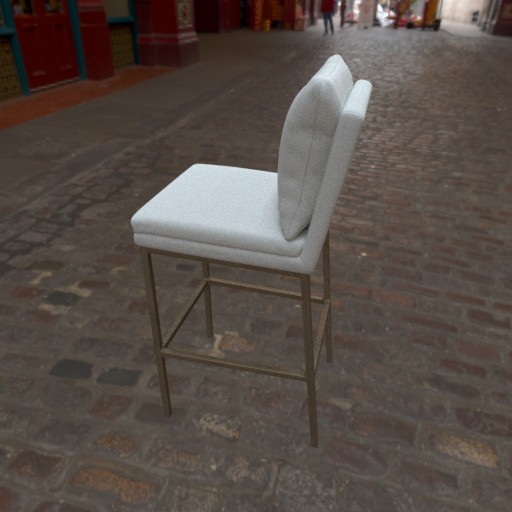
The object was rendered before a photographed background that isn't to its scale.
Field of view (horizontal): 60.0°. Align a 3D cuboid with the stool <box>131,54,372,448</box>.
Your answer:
[{"bbox_3d":[0.000,0.000,1.390,0.572,1.125,0.463,8,32,13],"label":"stool"}]
